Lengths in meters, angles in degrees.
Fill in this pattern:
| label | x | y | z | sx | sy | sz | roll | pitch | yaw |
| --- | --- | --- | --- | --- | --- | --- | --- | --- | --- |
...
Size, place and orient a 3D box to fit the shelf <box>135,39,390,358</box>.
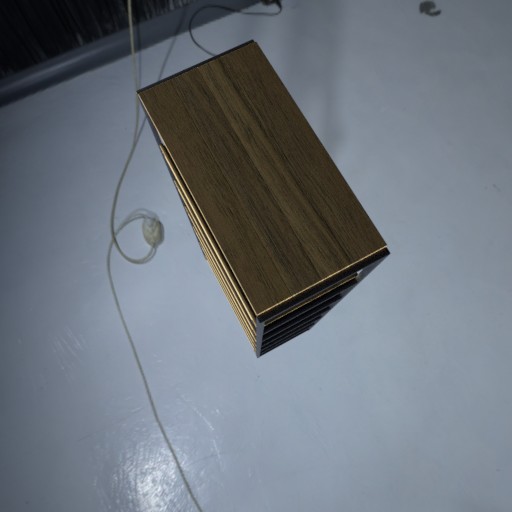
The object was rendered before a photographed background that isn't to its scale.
| label | x | y | z | sx | sy | sz | roll | pitch | yaw |
| --- | --- | --- | --- | --- | --- | --- | --- | --- | --- |
| shelf | 0.000 | 0.000 | 2.311 | 0.431 | 2.015 | 0.847 | -27 | 76 | -7 |
